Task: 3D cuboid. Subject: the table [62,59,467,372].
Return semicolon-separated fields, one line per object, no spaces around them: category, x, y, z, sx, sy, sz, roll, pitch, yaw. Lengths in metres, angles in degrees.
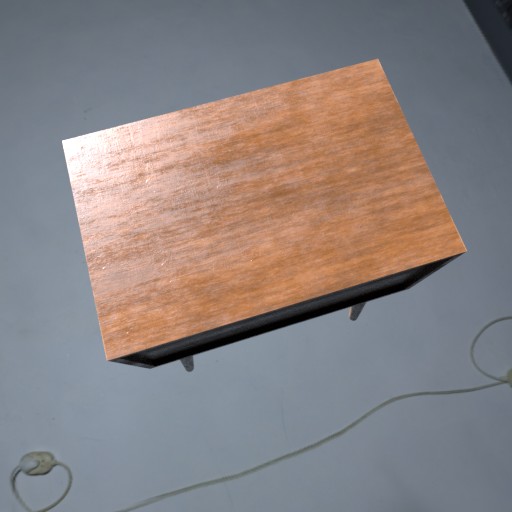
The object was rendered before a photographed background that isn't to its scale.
table;0.000;0.000;0.851;0.454;0.580;0.307;-16;74;-5
